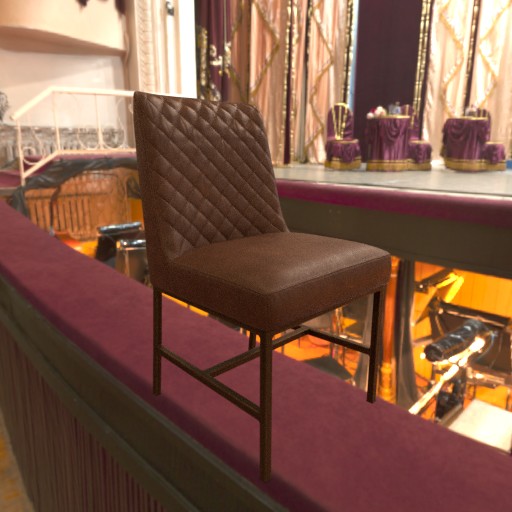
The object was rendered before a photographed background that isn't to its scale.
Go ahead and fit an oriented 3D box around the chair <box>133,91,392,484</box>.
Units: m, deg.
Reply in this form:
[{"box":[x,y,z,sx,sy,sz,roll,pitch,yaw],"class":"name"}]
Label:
[{"box":[0.000,0.000,1.252,0.508,0.889,0.587,-13,19,-43],"class":"chair"}]
